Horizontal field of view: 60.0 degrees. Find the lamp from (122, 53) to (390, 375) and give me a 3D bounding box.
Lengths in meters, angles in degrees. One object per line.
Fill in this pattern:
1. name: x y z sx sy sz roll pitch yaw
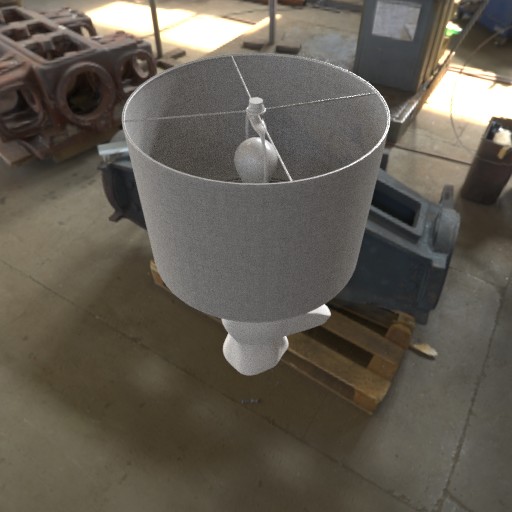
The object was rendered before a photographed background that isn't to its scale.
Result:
1. lamp: 0.000 0.000 0.680 0.298 0.503 0.298 -9 47 -9
